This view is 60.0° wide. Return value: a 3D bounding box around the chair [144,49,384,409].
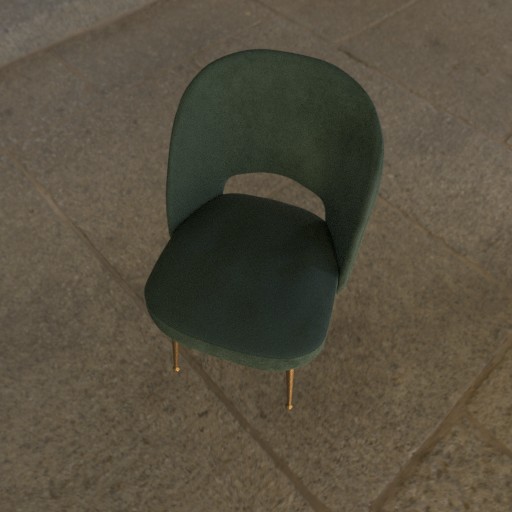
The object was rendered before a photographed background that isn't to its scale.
[{"bbox_3d":[0.000,0.000,1.220,0.527,0.860,0.577,15,58,10],"label":"chair"}]
